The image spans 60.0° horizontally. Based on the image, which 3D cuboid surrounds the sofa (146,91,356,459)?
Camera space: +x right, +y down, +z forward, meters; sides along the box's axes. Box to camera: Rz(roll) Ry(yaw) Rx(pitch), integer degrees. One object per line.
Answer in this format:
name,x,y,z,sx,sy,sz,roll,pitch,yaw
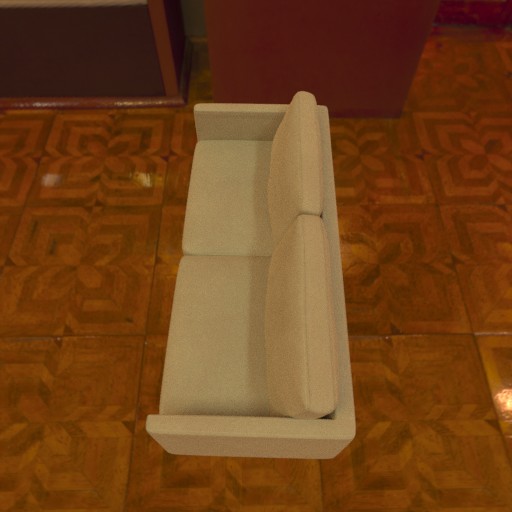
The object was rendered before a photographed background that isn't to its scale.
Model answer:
sofa,0.000,0.000,2.703,0.948,0.932,2.181,1,58,1
